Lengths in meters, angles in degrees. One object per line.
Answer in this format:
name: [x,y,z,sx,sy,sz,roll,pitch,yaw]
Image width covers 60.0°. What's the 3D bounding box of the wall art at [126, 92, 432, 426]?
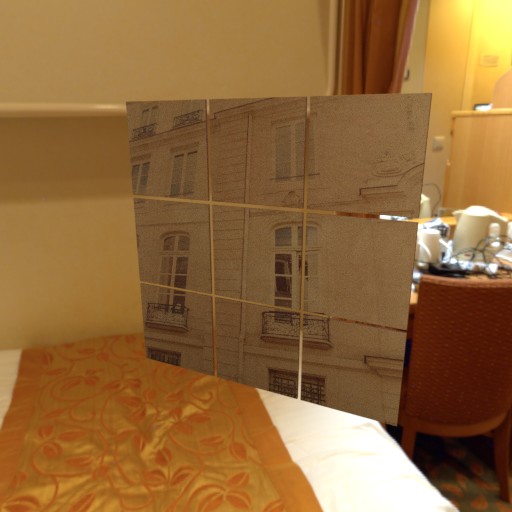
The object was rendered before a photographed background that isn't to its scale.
wall art: [0.000,0.000,2.262,1.526,1.522,0.023,8,18,25]
